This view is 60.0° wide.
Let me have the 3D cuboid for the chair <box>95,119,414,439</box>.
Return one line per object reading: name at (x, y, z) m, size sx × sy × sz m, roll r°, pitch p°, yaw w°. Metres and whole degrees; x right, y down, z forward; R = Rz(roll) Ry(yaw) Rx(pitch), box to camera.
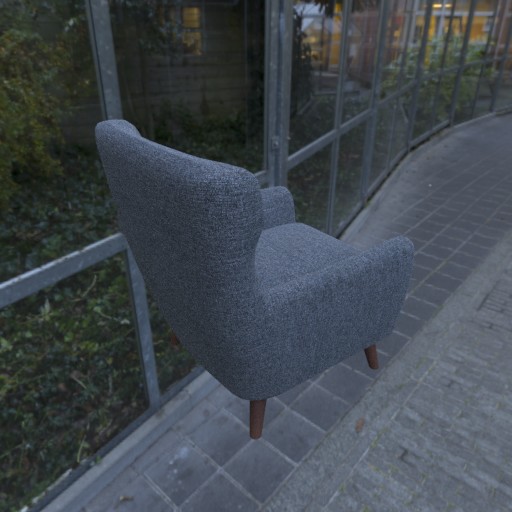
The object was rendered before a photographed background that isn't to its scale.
chair at (0.000, 0.000, 1.767) m, size 0.940 × 1.039 × 0.889 m, roll -18°, pitch 32°, yaw -31°
